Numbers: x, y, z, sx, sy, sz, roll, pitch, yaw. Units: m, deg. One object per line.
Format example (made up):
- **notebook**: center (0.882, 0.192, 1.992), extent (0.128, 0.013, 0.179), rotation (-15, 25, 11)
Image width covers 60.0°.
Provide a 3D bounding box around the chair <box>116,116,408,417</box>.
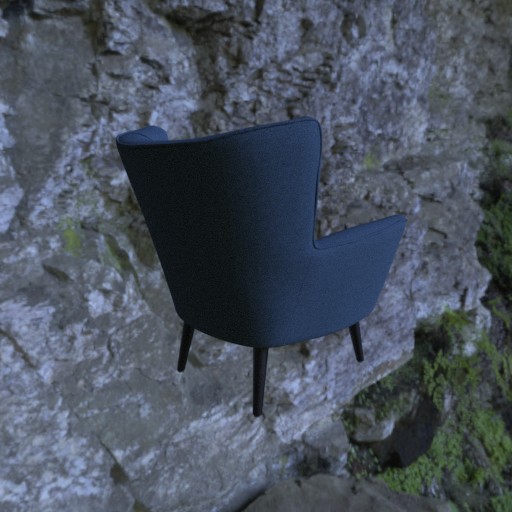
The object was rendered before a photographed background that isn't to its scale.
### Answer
- **chair**: center (0.000, 0.000, 1.627), extent (0.781, 0.933, 0.888), rotation (13, 19, 43)
